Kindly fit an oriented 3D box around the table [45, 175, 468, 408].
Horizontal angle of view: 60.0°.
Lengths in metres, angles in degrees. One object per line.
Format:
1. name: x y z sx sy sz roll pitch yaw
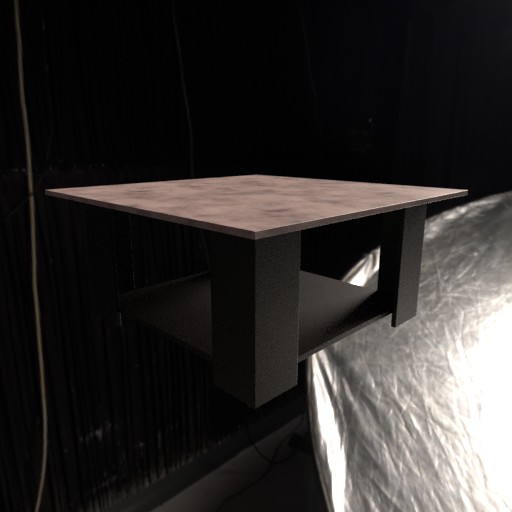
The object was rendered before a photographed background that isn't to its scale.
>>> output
1. table: 0.000 0.000 1.030 0.670 0.305 0.670 -14 20 -43
